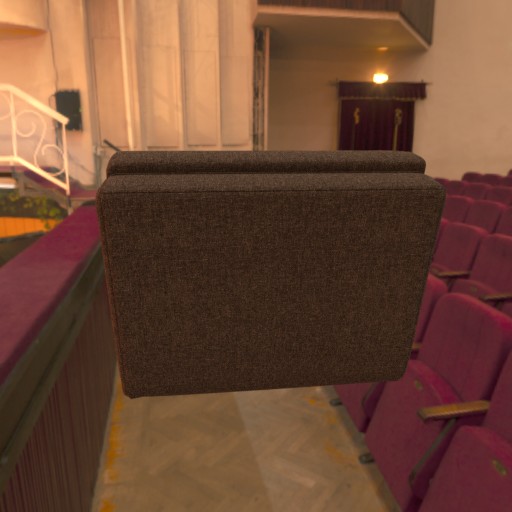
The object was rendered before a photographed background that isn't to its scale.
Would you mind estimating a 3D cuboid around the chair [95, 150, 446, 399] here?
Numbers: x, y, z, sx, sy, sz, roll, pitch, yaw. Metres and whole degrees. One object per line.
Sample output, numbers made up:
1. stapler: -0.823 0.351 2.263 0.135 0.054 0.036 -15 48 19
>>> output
1. chair: 0.000 0.000 1.319 0.740 0.615 0.800 -2 14 -7
